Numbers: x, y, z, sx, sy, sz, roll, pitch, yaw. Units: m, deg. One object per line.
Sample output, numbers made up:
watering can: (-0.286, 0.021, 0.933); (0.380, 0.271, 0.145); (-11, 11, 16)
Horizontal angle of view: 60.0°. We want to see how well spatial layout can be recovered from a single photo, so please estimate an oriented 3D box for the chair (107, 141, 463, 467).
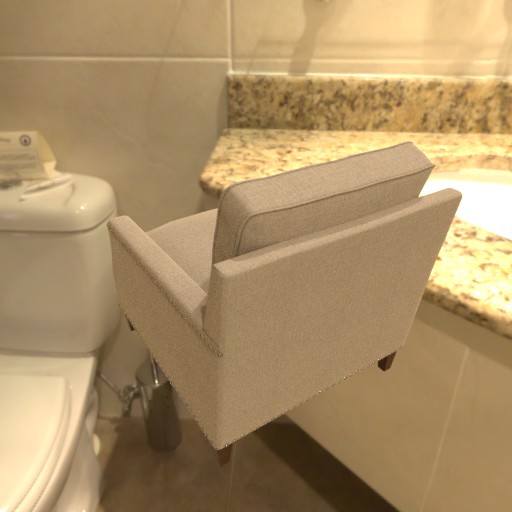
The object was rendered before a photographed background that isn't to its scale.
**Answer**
chair: (0.000, 0.000, 1.665); (0.853, 0.943, 1.014); (-19, 35, -29)
